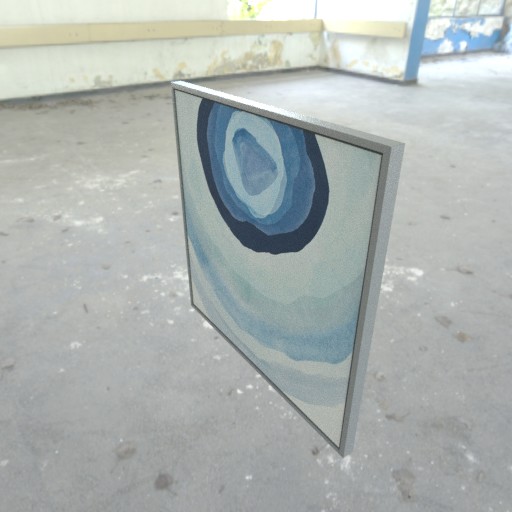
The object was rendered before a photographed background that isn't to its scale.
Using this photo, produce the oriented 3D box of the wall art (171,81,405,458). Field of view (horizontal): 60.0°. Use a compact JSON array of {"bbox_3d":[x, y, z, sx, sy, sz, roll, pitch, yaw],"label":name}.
[{"bbox_3d":[0.000,0.000,1.224,0.038,0.807,0.809,-20,36,-30],"label":"wall art"}]
